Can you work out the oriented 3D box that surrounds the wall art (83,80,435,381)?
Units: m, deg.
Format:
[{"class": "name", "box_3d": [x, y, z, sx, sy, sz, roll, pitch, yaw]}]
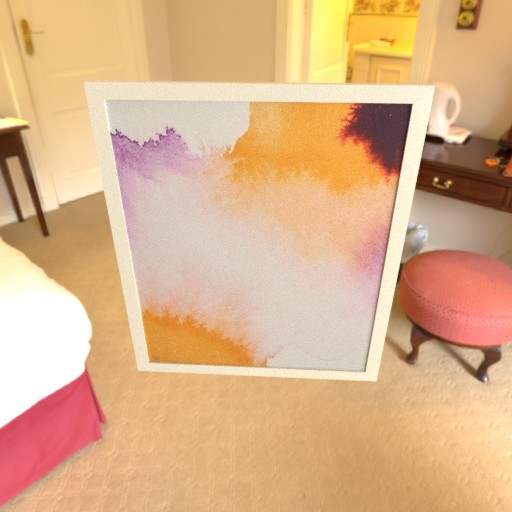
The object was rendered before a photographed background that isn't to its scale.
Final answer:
[{"class": "wall art", "box_3d": [0.000, 0.000, 0.754, 0.482, 0.557, 0.012, 2, 31, 3]}]
